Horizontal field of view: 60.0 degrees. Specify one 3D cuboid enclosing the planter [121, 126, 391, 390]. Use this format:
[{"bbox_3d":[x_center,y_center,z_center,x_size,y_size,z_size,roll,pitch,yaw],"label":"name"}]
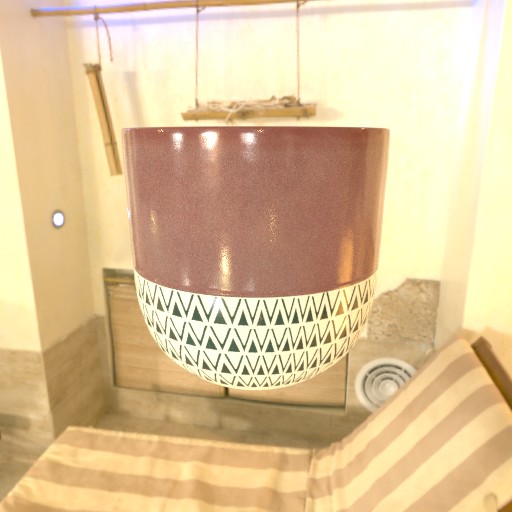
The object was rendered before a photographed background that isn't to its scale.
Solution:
[{"bbox_3d":[0.000,0.000,0.490,0.266,0.270,0.266,0,15,0],"label":"planter"}]
